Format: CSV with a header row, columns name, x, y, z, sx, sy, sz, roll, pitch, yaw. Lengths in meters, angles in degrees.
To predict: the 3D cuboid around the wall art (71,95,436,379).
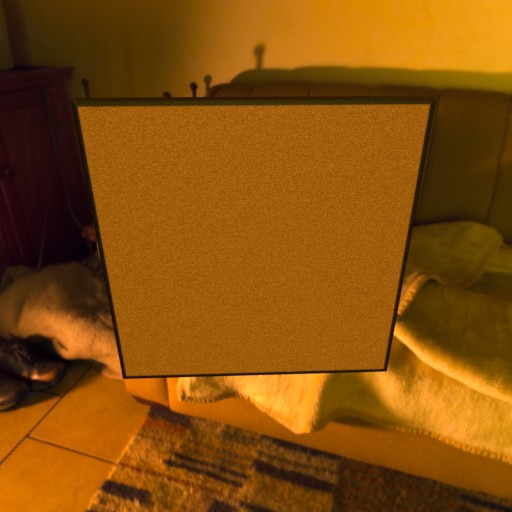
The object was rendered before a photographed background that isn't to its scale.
name,x,y,z,sx,sy,sz,roll,pitch,yaw
wall art,0.000,0.000,0.753,0.513,0.511,0.028,-1,28,-2
